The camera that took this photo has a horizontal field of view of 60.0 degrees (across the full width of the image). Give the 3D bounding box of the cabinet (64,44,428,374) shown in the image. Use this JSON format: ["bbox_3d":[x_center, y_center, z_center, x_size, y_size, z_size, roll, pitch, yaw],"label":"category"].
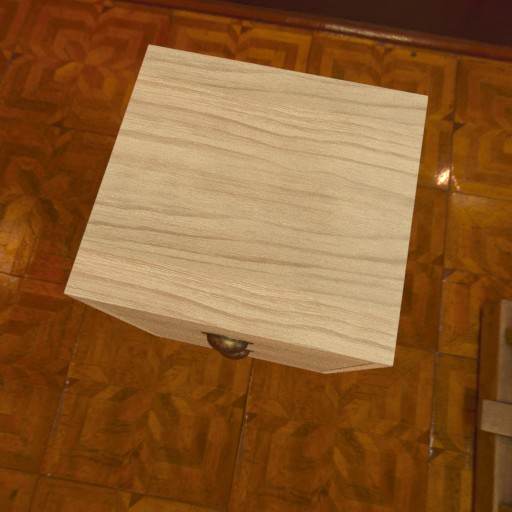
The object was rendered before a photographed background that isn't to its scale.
[{"bbox_3d":[0.000,0.000,0.861,0.409,0.579,0.401,12,75,3],"label":"cabinet"}]
